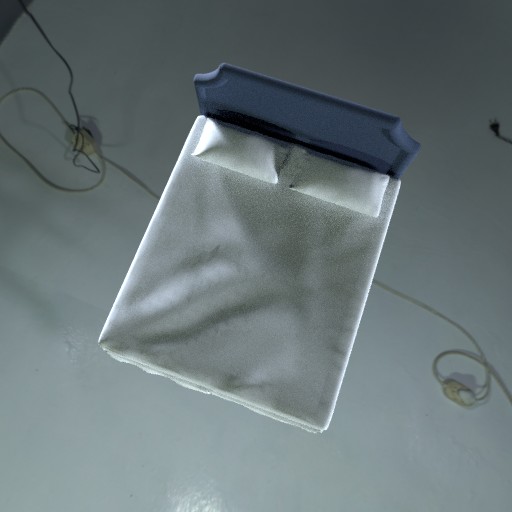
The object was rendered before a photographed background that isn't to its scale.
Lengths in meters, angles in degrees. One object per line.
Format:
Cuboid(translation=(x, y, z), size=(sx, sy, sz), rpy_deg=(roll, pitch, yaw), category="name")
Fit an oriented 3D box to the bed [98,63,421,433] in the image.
Cuboid(translation=(0.000, 0.000, 4.209), size=(2.350, 1.488, 2.773), rpy_deg=(19, 76, 5), category="bed")
